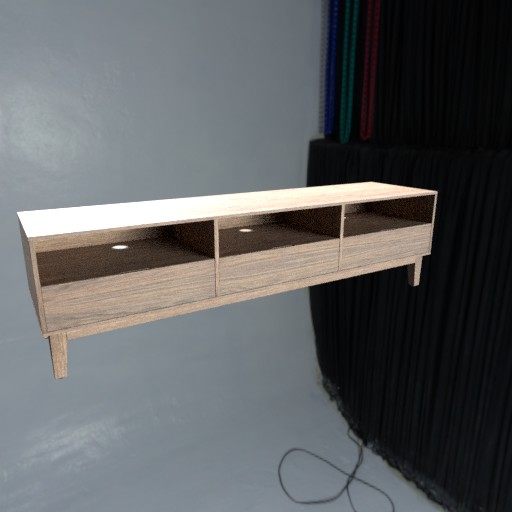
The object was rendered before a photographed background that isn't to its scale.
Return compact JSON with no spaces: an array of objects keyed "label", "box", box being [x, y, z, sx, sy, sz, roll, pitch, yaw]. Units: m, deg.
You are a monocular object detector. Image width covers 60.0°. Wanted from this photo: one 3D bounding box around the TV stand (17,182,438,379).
[{"label":"TV stand","box":[0.000,0.000,1.626,1.482,0.409,0.366,-10,19,-29]}]
